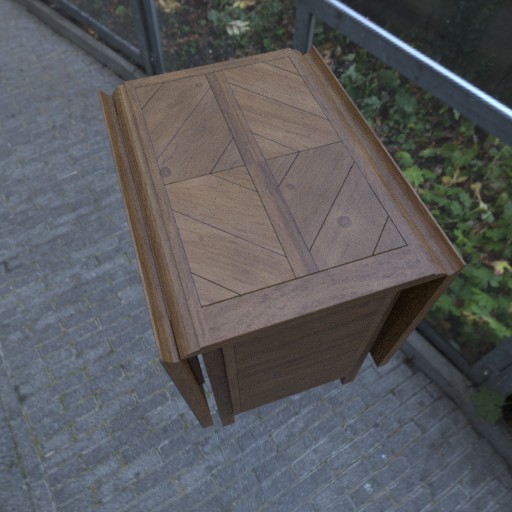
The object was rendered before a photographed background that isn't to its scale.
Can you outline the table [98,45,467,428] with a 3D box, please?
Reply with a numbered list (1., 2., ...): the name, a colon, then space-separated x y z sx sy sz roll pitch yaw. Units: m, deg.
1. table: 0.000 0.000 1.293 0.591 0.763 0.746 -16 59 -10
